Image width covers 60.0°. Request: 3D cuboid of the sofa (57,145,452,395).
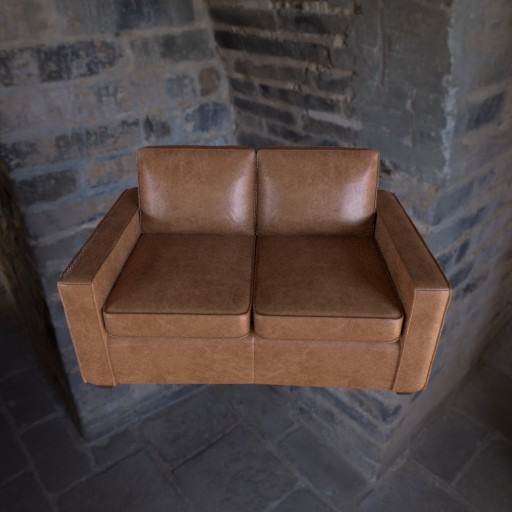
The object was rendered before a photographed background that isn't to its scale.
[{"bbox_3d":[0.000,0.000,2.167,1.532,0.896,1.020,1,31,2],"label":"sofa"}]
